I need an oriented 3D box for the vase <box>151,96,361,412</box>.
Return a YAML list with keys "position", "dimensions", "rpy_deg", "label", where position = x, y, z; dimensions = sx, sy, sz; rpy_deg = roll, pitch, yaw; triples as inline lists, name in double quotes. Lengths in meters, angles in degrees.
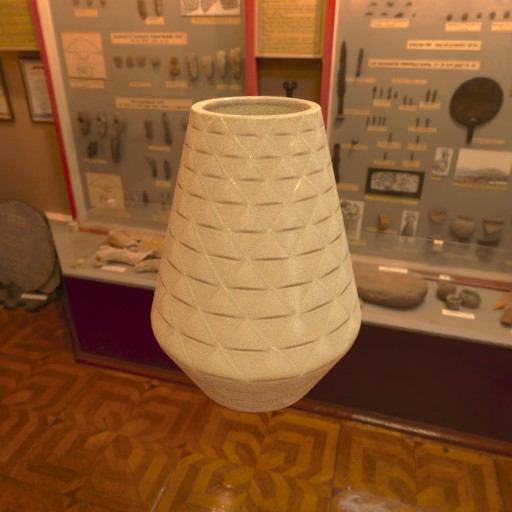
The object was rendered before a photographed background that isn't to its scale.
- position: [0.000, 0.000, 0.354]
  dimensions: [0.175, 0.230, 0.175]
  rpy_deg: [0, 28, 0]
  label: "vase"
